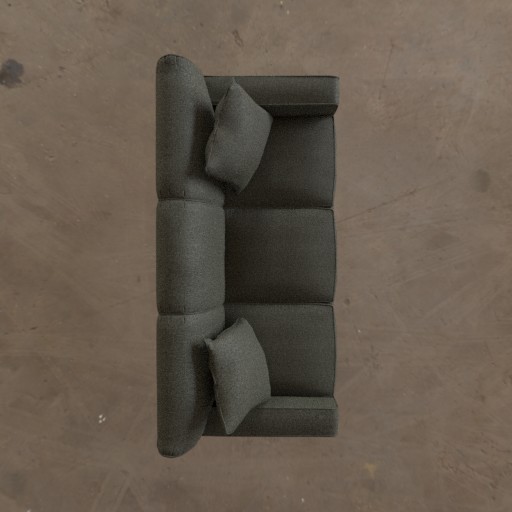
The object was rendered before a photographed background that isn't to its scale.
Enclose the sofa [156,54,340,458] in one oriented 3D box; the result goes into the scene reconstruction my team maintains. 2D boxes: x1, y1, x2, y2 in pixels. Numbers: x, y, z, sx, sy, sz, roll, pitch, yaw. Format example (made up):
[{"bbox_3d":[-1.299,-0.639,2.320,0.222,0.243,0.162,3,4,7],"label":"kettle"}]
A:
[{"bbox_3d":[0.000,0.000,2.616,0.997,0.958,2.024,0,91,1],"label":"sofa"}]
